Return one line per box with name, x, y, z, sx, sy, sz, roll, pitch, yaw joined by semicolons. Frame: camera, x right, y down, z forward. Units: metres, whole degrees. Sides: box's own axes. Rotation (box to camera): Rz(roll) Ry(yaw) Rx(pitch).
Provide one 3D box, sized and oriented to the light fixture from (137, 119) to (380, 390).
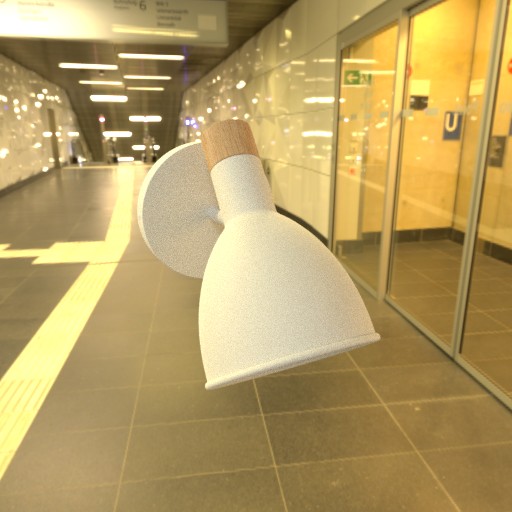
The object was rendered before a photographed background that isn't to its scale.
light fixture;0.000;0.000;0.334;0.127;0.199;0.209;-8;18;-27
